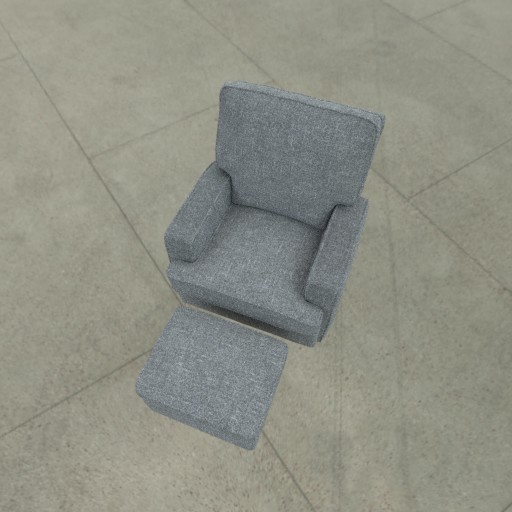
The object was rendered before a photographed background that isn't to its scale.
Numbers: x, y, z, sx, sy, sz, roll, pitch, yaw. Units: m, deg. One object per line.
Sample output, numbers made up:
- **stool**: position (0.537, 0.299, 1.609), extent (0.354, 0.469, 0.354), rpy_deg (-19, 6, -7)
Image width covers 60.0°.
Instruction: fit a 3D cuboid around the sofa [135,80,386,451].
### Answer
- **sofa**: position (0.000, 0.000, 2.055), extent (0.861, 0.959, 1.472), rpy_deg (18, 58, 11)
